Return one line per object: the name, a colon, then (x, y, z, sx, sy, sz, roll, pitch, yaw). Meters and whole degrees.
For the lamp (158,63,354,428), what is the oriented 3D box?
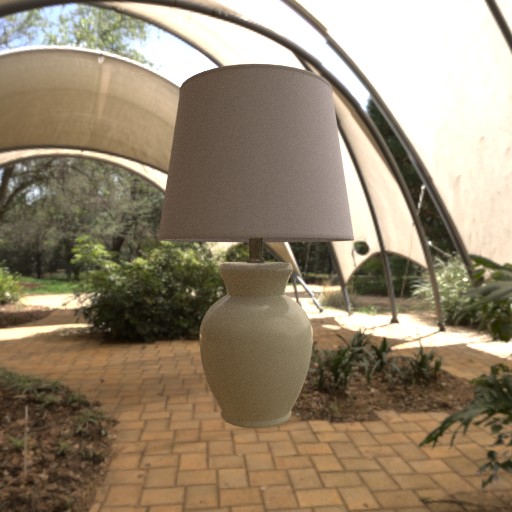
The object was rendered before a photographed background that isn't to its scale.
lamp: (0.000, 0.000, 0.553, 0.239, 0.399, 0.239, 0, 1, 0)
